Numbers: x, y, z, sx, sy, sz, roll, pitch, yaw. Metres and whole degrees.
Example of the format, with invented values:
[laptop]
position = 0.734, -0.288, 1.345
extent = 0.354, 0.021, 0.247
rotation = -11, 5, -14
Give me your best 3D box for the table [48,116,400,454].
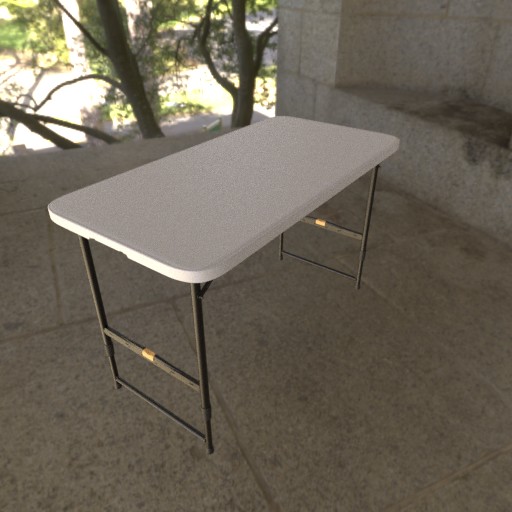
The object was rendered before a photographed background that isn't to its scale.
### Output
[table]
position = 0.000, 0.000, 1.700
extent = 0.611, 0.737, 1.245
rotation = 21, 38, 30
